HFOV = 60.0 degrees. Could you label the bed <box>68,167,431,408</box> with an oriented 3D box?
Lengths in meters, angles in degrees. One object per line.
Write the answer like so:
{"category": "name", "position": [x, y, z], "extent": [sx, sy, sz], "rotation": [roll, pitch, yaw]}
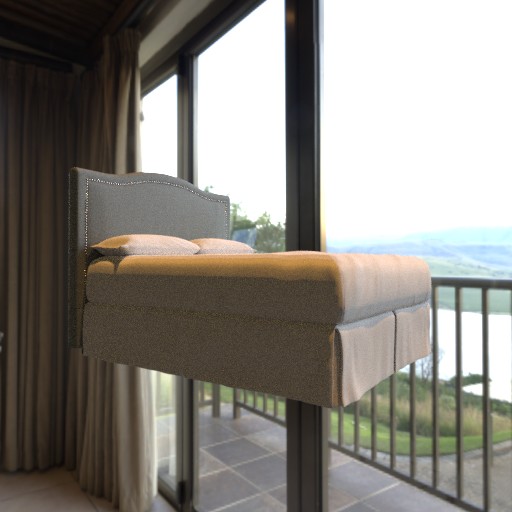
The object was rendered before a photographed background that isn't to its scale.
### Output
{"category": "bed", "position": [0.000, 0.000, 3.311], "extent": [2.143, 1.460, 1.753], "rotation": [0, -1, 36]}
